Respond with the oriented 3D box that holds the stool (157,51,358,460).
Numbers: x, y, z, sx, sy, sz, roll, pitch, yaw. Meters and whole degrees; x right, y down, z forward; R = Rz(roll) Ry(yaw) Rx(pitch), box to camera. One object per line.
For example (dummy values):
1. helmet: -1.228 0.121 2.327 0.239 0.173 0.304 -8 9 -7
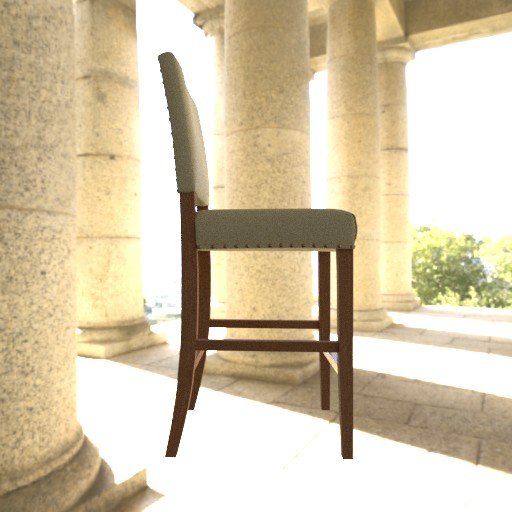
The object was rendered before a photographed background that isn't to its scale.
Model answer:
1. stool: 0.000 0.000 1.479 0.584 1.168 0.445 0 1 0
